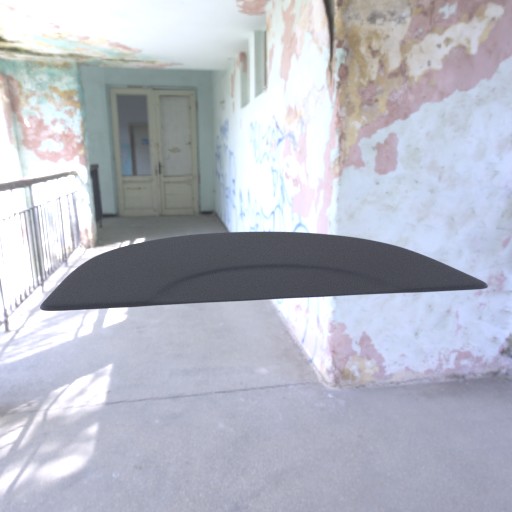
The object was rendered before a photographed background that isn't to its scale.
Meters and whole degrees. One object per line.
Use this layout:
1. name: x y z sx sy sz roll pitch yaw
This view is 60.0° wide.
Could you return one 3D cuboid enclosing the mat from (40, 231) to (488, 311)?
1. mat: 0.000 0.000 1.598 1.220 0.016 0.917 -2 14 -8
